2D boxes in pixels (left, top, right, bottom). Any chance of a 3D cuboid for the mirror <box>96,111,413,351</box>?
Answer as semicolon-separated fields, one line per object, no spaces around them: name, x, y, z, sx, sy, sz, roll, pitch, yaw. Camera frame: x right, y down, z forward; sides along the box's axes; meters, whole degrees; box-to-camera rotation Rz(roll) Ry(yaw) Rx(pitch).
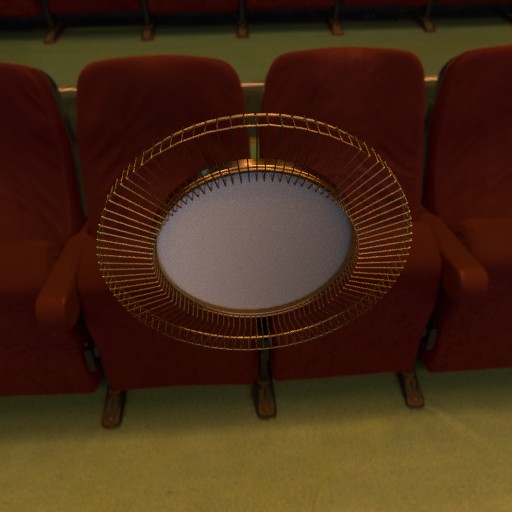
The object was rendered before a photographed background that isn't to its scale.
mirror;0.000;0.000;1.033;0.703;0.703;0.067;-3;45;-3
